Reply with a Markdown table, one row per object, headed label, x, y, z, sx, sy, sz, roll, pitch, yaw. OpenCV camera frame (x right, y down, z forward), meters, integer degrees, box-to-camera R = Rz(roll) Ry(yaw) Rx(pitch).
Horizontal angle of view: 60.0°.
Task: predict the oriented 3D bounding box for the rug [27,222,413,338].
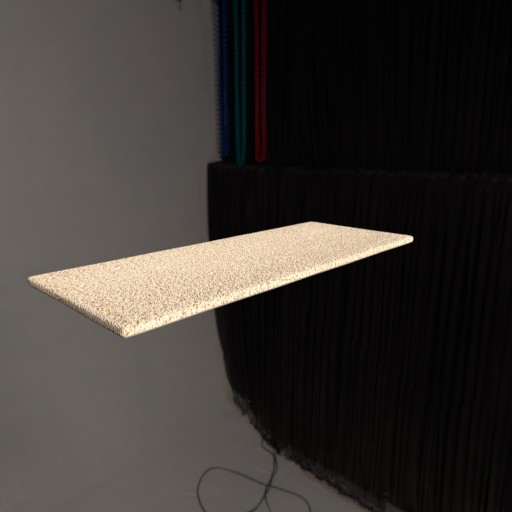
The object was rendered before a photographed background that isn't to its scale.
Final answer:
| label | x | y | z | sx | sy | sz | roll | pitch | yaw |
| --- | --- | --- | --- | --- | --- | --- | --- | --- | --- |
| rug | 0.000 | 0.000 | 1.769 | 0.609 | 0.030 | 1.524 | 13 | 19 | 42 |
